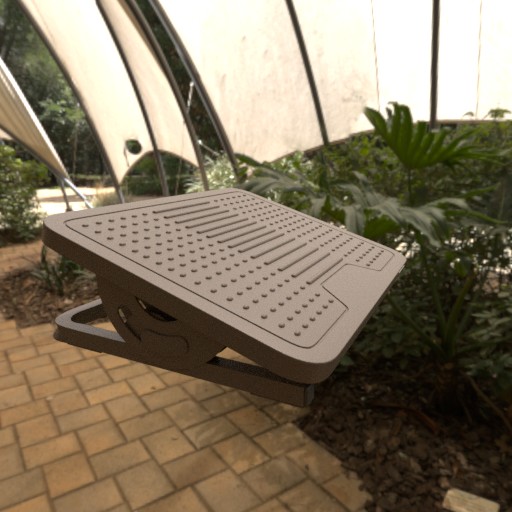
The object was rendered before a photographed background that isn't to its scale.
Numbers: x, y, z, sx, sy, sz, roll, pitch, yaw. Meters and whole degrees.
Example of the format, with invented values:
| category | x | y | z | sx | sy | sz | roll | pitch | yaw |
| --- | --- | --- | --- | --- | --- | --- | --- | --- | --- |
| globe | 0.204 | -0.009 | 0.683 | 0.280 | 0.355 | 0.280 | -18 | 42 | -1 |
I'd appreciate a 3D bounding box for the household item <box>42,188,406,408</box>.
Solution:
| category | x | y | z | sx | sy | sz | roll | pitch | yaw |
| --- | --- | --- | --- | --- | --- | --- | --- | --- | --- |
| household item | 0.000 | 0.000 | 0.530 | 0.301 | 0.126 | 0.390 | 7 | 15 | 26 |
